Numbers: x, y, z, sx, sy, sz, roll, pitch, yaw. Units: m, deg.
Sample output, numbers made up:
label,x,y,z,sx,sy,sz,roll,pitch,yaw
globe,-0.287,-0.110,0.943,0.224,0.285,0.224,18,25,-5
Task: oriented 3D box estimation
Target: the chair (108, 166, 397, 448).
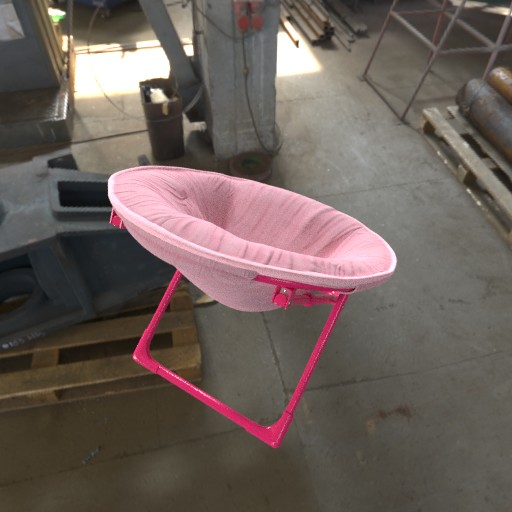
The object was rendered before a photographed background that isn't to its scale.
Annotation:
label,x,y,z,sx,sy,sz,roll,pitch,yaw
chair,0.000,0.000,0.883,0.522,0.494,0.459,24,52,21
